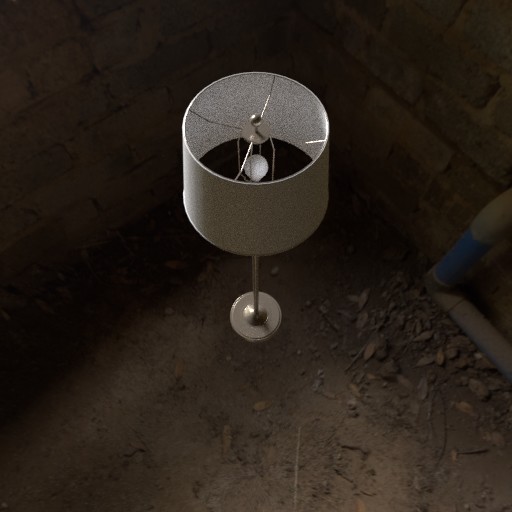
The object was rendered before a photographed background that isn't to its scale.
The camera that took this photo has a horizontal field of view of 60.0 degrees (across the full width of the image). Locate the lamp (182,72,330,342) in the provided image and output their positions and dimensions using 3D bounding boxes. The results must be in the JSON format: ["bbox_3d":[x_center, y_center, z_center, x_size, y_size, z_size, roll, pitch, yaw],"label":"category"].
[{"bbox_3d":[0.000,0.000,1.709,0.431,1.488,0.431,0,64,0],"label":"lamp"}]
